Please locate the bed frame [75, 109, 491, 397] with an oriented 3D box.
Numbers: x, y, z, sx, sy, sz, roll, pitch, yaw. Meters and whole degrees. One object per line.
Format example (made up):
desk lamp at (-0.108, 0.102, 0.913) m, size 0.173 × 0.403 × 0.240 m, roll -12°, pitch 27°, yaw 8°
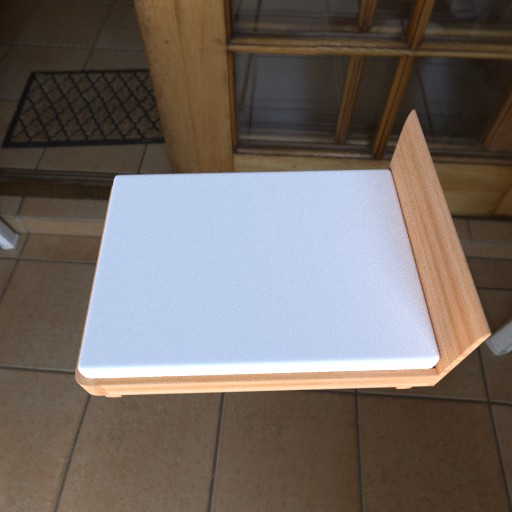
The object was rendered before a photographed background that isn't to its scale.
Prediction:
bed frame at (0.000, 0.000, 2.689) m, size 1.992 × 0.940 × 1.472 m, roll -1°, pitch 57°, yaw -1°
